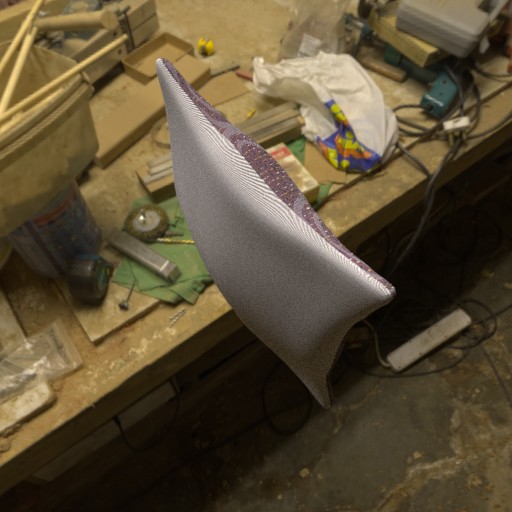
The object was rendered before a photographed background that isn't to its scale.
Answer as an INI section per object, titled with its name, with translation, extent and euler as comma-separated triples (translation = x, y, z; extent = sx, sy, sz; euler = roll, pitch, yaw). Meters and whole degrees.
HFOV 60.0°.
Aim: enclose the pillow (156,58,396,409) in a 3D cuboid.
[pillow]
translation = 0.000, 0.000, 0.802
extent = 0.163, 0.513, 0.514
euler = -32, 63, -18
